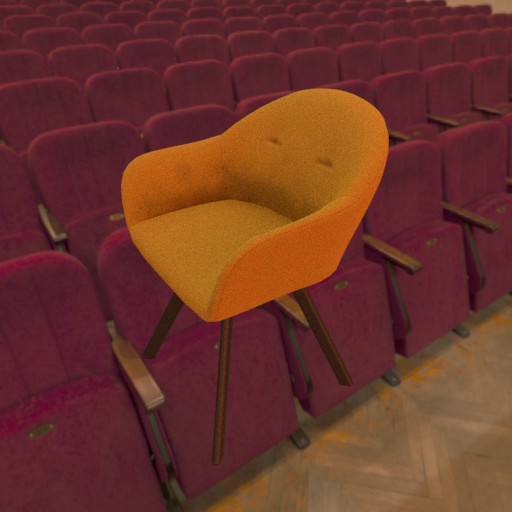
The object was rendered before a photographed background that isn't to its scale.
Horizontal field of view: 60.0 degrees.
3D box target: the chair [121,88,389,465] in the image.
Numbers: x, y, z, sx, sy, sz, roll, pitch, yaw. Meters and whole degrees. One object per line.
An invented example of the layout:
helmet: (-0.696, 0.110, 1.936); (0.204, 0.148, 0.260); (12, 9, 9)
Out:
chair: (0.000, 0.000, 1.169); (0.565, 0.775, 0.545); (-20, 37, -29)
